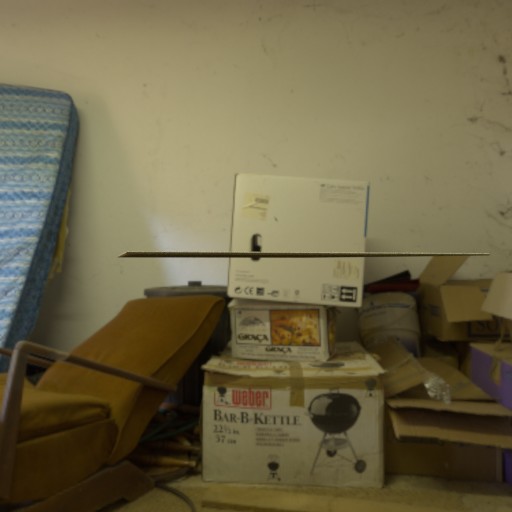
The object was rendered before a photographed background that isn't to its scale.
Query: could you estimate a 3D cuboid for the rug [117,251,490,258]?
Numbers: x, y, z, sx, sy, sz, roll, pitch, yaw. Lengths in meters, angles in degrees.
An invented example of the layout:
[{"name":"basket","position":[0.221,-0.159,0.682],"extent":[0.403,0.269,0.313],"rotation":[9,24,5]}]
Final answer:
[{"name":"rug","position":[0.000,0.000,4.154],"extent":[2.441,0.015,3.050],"rotation":[0,-1,-18]}]
